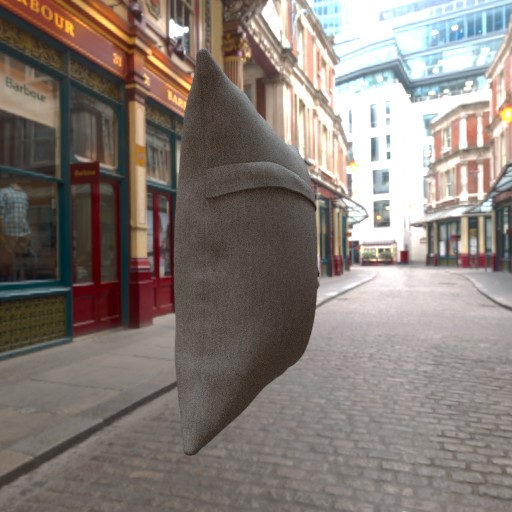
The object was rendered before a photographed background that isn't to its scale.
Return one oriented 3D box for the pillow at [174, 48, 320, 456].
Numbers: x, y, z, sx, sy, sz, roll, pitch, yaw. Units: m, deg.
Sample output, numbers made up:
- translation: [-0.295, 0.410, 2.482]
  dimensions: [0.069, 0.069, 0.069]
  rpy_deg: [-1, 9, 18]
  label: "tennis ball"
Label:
- translation: [0.000, 0.000, 0.672]
  dimensions: [0.173, 0.436, 0.433]
  rpy_deg: [0, 0, 18]
  label: "pillow"
